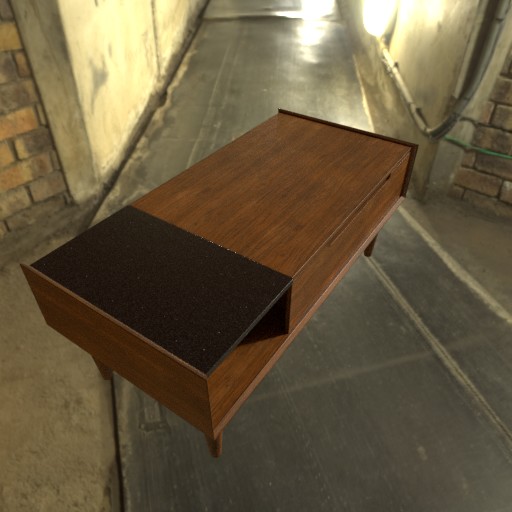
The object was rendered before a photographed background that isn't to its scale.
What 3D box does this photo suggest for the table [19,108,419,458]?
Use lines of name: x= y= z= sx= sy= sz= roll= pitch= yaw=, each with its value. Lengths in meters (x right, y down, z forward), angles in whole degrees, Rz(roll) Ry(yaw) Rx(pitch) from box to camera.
table: x=0.000 y=0.000 z=1.533 sx=0.610 sy=0.508 sz=1.221 roll=24 pitch=46 yaw=26
